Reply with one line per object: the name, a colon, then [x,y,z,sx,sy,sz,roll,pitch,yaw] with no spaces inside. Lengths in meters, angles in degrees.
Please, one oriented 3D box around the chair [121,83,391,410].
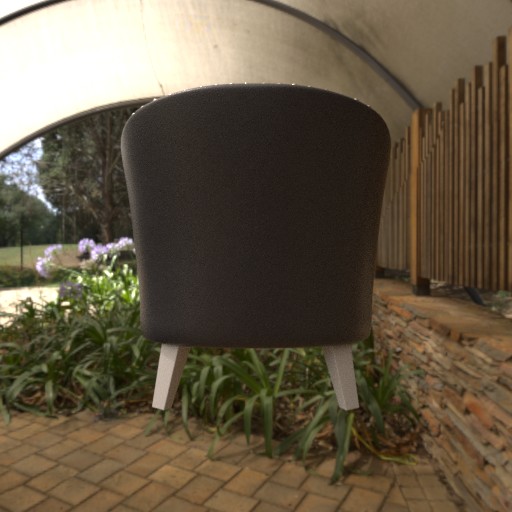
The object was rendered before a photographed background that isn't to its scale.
chair: [0.000,0.000,1.401,0.794,0.823,0.748,0,1,0]
